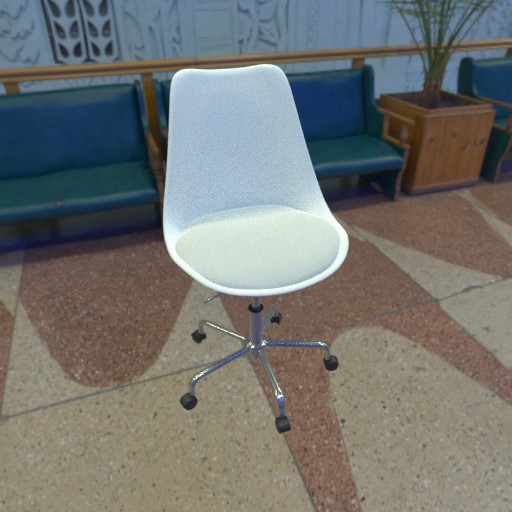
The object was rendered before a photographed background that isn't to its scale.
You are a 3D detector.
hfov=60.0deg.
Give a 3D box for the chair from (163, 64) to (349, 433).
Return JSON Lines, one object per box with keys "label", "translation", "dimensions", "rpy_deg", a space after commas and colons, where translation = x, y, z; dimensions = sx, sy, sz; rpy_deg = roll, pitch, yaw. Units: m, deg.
{"label": "chair", "translation": [0.000, 0.000, 1.271], "dimensions": [0.550, 0.930, 0.550], "rpy_deg": [-10, 34, -15]}
